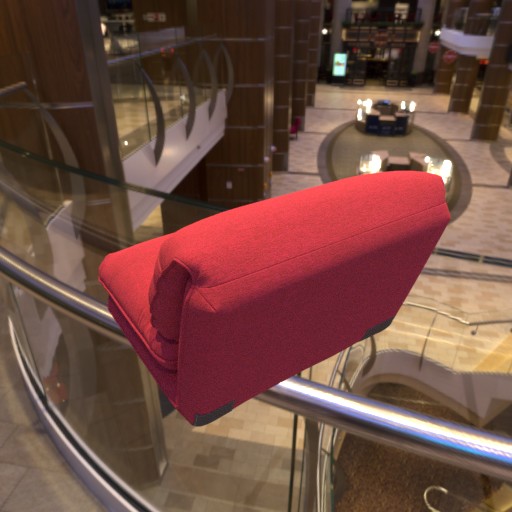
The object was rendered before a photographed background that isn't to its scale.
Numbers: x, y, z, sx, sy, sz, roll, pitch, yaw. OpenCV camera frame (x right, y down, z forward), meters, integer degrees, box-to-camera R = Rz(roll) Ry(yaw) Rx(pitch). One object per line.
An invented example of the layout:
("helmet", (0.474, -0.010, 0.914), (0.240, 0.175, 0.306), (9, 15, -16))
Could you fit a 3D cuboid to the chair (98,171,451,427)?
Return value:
("chair", (0.000, 0.000, 1.377), (0.820, 0.580, 0.780), (-19, 35, -30))
